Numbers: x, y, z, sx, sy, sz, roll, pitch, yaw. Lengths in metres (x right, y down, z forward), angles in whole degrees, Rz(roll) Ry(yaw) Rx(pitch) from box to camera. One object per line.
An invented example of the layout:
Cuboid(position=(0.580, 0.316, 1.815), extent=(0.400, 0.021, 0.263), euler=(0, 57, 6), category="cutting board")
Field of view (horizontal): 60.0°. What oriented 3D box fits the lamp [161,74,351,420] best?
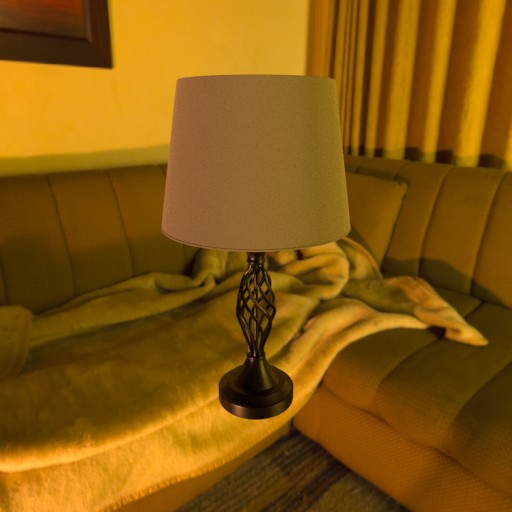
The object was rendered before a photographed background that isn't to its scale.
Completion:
Cuboid(position=(0.000, 0.000, 0.806), extent=(0.331, 0.594, 0.331), euler=(0, 18, 0), category="lamp")
